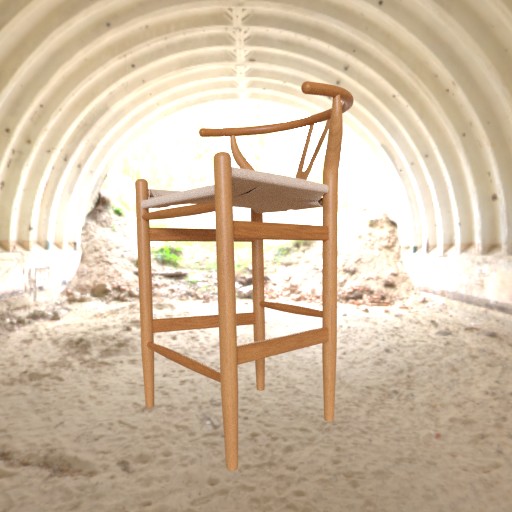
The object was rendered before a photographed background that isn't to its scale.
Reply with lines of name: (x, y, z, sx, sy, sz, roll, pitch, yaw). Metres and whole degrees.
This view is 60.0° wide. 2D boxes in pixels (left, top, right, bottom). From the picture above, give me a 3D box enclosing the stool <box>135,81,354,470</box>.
stool: (0.000, 0.000, 1.362, 0.579, 0.970, 0.569, -1, 1, -36)
